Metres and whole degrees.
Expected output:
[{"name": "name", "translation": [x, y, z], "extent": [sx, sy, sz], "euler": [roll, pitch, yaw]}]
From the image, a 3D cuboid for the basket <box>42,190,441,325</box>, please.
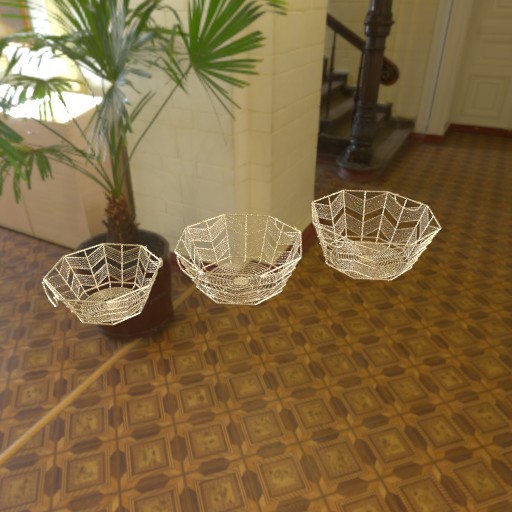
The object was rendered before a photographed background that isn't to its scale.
[{"name": "basket", "translation": [0.000, 0.000, 1.410], "extent": [1.246, 0.178, 0.432], "euler": [-9, 32, -15]}]
